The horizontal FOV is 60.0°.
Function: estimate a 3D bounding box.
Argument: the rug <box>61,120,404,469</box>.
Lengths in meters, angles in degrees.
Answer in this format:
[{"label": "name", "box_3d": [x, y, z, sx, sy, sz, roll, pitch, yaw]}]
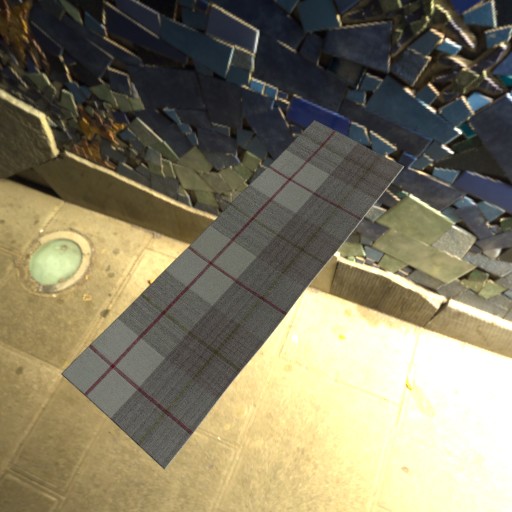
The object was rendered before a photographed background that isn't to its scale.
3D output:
[{"label": "rug", "box_3d": [0.000, 0.000, 2.750, 0.762, 0.013, 2.439, 33, 65, 18]}]
